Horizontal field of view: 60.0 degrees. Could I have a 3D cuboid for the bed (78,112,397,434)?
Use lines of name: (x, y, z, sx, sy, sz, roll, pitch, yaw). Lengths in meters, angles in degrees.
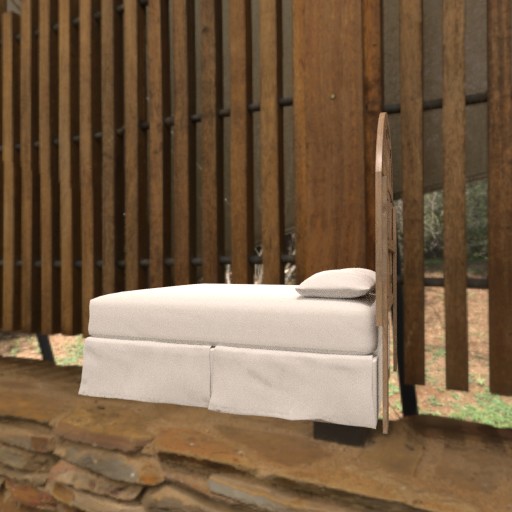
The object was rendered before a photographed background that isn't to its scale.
bed: (0.000, 0.000, 3.568, 2.112, 2.002, 1.713, 0, -1, 19)
